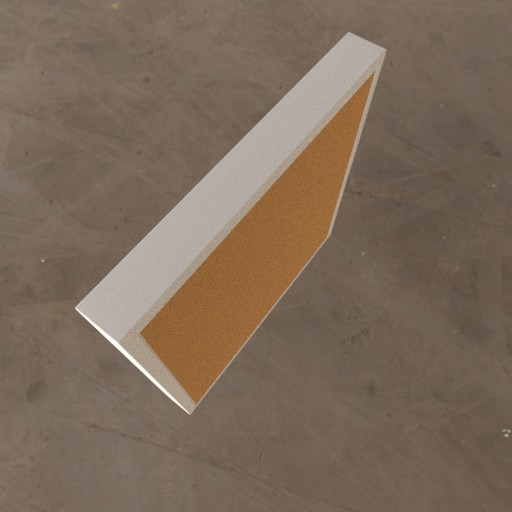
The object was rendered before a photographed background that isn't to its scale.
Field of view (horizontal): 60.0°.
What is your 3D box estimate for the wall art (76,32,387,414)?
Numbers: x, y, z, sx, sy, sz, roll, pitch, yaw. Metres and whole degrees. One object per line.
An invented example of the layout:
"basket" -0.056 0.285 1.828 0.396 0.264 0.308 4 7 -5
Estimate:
"wall art" 0.000 0.000 0.446 0.037 0.305 0.305 34 68 16
